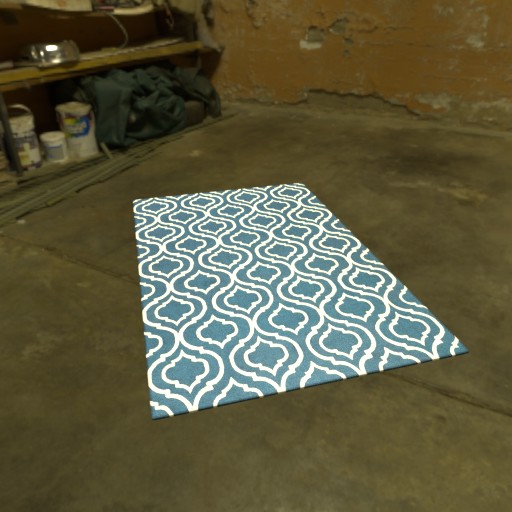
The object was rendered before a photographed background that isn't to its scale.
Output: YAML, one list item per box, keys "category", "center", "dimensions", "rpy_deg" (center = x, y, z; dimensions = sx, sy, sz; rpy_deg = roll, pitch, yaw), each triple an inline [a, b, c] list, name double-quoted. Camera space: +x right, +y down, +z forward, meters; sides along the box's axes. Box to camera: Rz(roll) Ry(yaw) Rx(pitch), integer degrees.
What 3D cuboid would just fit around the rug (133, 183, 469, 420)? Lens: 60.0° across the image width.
- category: "rug"
  center: [0.000, 0.000, 2.217]
  dimensions: [1.143, 0.010, 1.753]
  rpy_deg: [-8, 31, -13]
